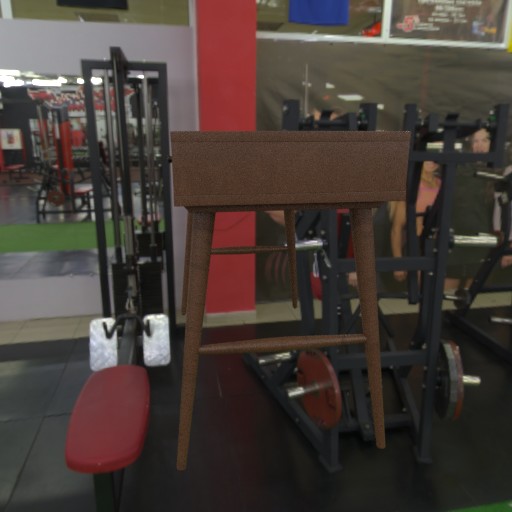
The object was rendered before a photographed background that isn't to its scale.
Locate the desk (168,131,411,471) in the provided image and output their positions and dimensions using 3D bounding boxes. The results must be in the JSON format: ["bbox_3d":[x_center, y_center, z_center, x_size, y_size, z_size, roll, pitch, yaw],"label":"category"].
[{"bbox_3d":[0.000,0.000,1.397,0.510,0.758,0.949,-2,16,-8],"label":"desk"}]
